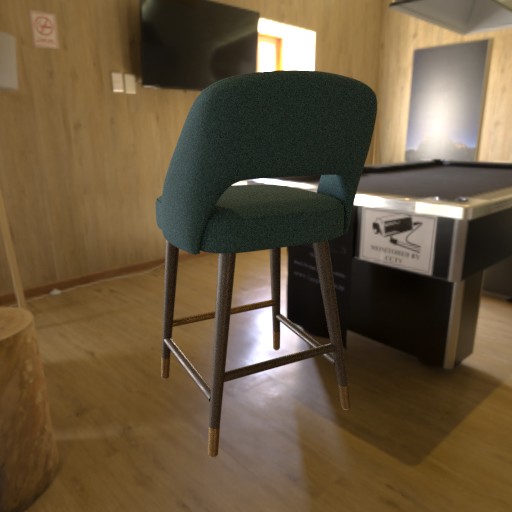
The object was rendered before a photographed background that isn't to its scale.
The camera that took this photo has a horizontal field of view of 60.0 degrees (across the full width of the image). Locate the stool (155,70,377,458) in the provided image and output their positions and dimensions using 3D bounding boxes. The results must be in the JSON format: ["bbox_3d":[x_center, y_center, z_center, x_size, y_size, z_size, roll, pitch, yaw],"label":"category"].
[{"bbox_3d":[0.000,0.000,1.268,0.536,0.939,0.522,-8,18,-26],"label":"stool"}]
